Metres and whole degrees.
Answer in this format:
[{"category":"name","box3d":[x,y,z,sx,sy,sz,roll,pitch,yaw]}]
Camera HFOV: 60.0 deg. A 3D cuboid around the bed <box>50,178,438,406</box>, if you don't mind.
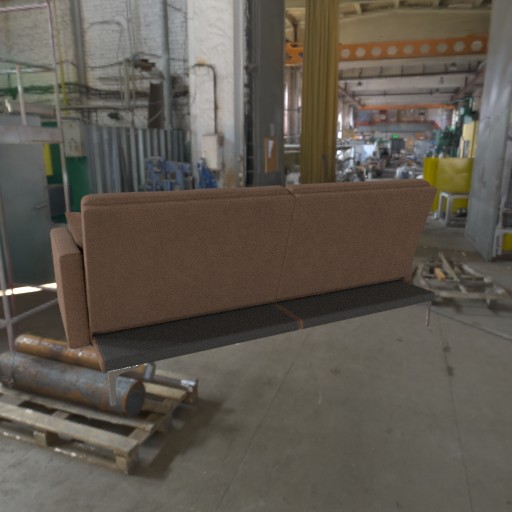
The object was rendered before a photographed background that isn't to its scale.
[{"category":"bed","box3d":[0.000,0.000,2.328,1.905,0.787,0.889,-7,16,-26]}]
